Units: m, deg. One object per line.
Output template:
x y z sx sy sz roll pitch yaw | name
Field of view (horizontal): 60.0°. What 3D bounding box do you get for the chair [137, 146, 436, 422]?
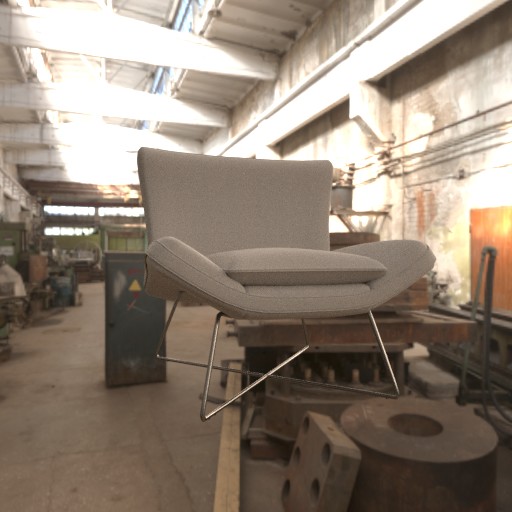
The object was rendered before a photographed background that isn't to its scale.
0.000 0.000 1.663 0.859 0.855 1.008 0 0 -18 | chair
